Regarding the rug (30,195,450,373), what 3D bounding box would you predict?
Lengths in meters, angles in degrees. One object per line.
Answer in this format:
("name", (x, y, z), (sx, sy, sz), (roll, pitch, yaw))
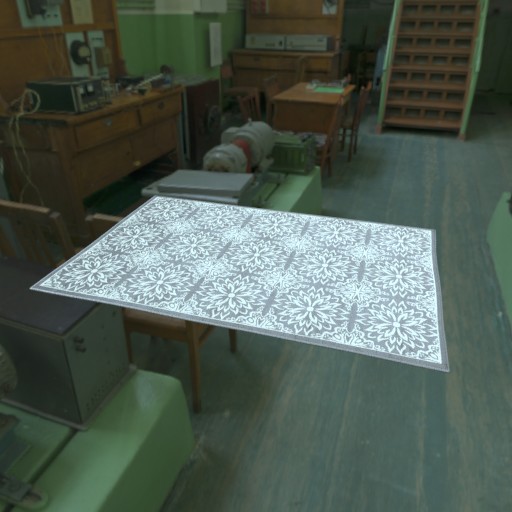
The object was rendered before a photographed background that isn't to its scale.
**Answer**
("rug", (0.000, 0.000, 3.492), (2.746, 0.018, 1.819), (9, 31, 15))
